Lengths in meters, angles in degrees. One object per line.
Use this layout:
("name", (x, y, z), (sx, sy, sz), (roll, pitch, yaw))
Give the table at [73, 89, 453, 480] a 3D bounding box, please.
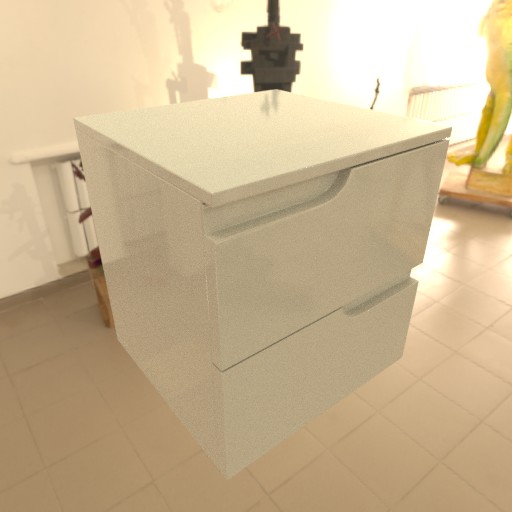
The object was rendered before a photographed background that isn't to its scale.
("table", (0.000, 0.000, 0.791), (0.420, 0.470, 0.400), (-21, 36, -32))
